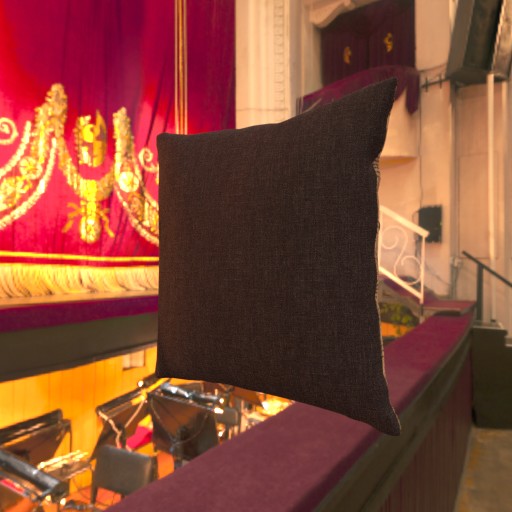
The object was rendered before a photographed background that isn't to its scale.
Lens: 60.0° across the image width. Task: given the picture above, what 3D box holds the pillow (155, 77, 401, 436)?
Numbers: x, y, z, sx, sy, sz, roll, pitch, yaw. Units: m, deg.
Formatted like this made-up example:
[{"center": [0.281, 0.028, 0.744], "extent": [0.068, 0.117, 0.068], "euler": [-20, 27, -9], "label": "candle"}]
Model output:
[{"center": [0.000, 0.000, 0.778], "extent": [0.510, 0.510, 0.145], "euler": [0, 0, 36], "label": "pillow"}]
